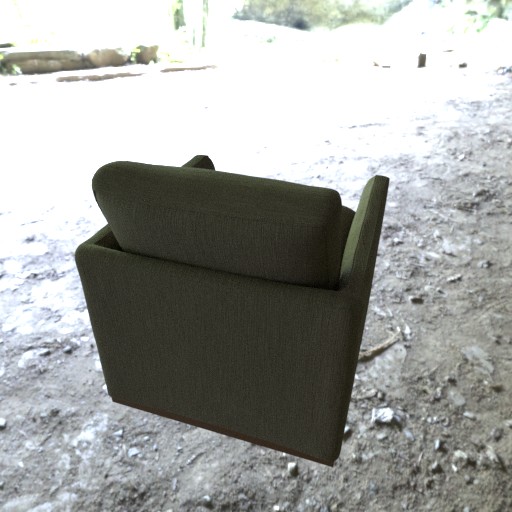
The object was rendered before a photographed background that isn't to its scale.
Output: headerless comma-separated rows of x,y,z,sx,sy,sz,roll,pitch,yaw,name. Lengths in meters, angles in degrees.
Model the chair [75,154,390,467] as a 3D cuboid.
0.000,0.000,1.472,0.763,0.811,0.834,10,33,16,chair
